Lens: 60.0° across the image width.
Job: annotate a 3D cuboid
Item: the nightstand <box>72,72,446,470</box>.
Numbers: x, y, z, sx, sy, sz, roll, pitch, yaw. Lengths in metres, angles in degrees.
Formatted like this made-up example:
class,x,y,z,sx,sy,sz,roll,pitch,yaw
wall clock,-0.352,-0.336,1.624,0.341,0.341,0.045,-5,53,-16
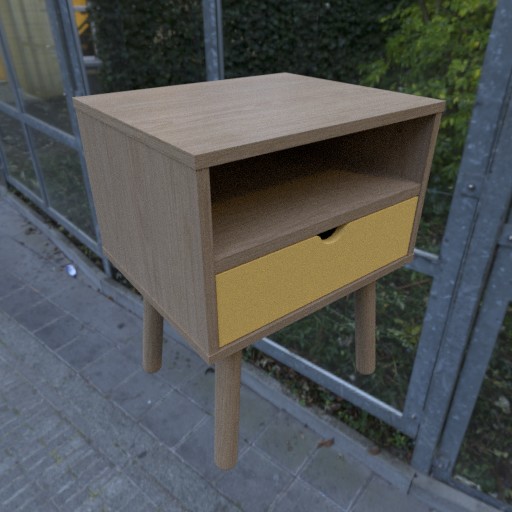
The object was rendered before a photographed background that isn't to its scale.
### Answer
class,x,y,z,sx,sy,sz,roll,pitch,yaw
nightstand,0.000,0.000,0.841,0.450,0.571,0.380,-21,36,-32
